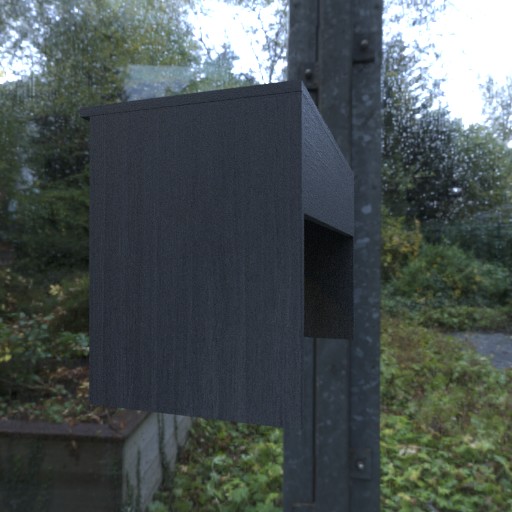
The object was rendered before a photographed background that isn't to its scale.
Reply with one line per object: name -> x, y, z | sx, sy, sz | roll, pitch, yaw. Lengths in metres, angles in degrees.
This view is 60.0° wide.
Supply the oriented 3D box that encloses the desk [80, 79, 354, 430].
desk -> 0.000, 0.000, 1.529 | 0.557, 0.729, 1.099 | 0, 0, 18
